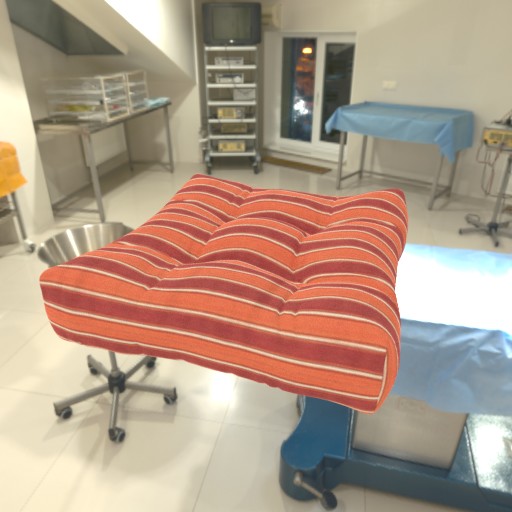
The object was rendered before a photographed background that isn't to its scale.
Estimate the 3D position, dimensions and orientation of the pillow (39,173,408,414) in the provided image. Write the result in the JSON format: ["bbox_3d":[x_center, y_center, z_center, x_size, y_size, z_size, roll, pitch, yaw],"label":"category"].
[{"bbox_3d":[0.000,0.000,0.726,0.468,0.133,0.490,8,28,16],"label":"pillow"}]
